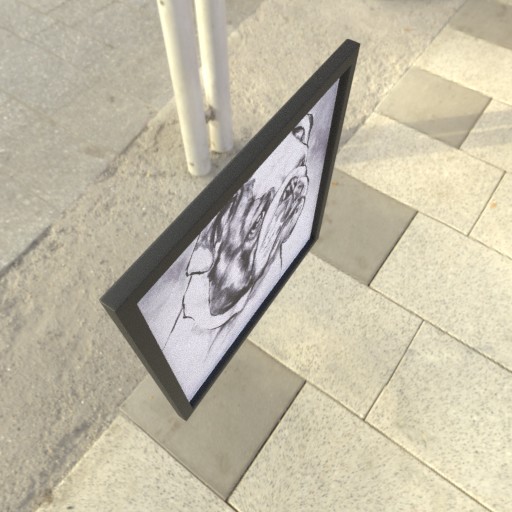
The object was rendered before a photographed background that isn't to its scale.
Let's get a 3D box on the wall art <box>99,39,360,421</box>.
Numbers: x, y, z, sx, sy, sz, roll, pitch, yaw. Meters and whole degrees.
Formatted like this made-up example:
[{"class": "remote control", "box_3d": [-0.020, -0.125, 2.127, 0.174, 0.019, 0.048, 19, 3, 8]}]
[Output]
[{"class": "wall art", "box_3d": [0.000, 0.000, 0.669, 0.022, 0.453, 0.456, 30, 63, 17]}]
